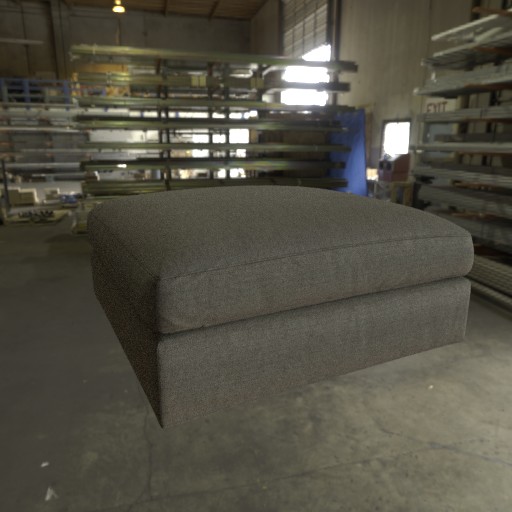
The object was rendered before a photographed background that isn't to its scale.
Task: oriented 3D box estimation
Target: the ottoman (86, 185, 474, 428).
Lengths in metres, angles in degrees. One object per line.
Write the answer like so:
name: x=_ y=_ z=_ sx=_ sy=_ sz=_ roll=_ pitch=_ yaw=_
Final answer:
ottoman: x=0.000 y=0.000 z=1.610 sx=1.041 sy=0.470 sz=1.041 roll=-7 pitch=16 yaw=-26
